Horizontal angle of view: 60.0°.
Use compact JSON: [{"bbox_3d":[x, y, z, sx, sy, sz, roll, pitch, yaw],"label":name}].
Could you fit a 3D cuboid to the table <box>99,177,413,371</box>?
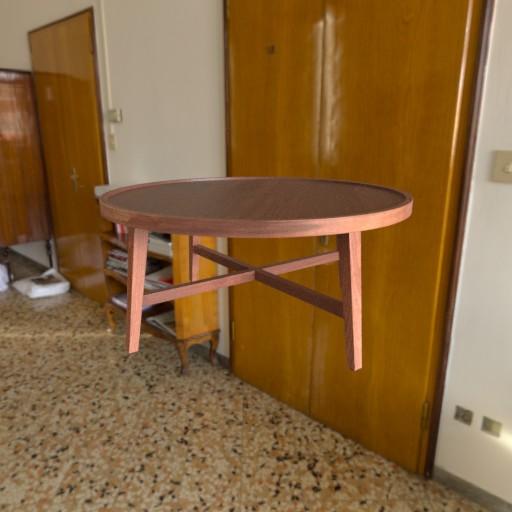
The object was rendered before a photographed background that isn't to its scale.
[{"bbox_3d":[0.000,0.000,1.242,0.800,0.360,0.800,0,16,0],"label":"table"}]
